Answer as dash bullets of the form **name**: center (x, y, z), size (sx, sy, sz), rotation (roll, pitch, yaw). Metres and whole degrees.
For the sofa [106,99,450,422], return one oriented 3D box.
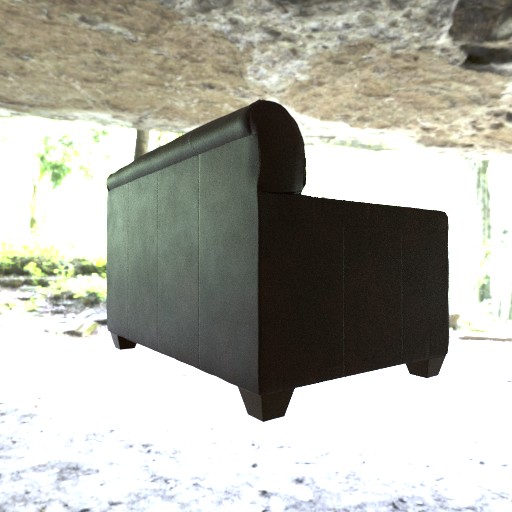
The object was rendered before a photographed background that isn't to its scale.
- **sofa**: center (0.000, 0.000, 2.053), size (1.000, 0.956, 1.413), rotation (0, -1, -36)
